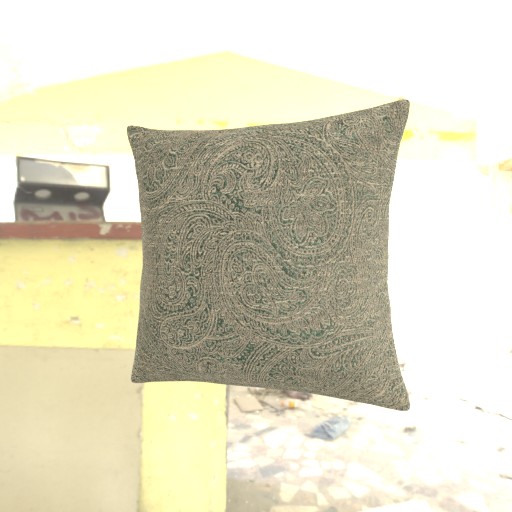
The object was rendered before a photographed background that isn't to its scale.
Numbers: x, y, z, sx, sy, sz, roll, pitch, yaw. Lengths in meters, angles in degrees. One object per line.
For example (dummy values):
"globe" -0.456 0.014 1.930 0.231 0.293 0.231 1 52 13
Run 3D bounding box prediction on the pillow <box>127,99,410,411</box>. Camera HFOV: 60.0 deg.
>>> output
"pillow" 0.000 0.000 0.796 0.526 0.507 0.166 0 1 18
